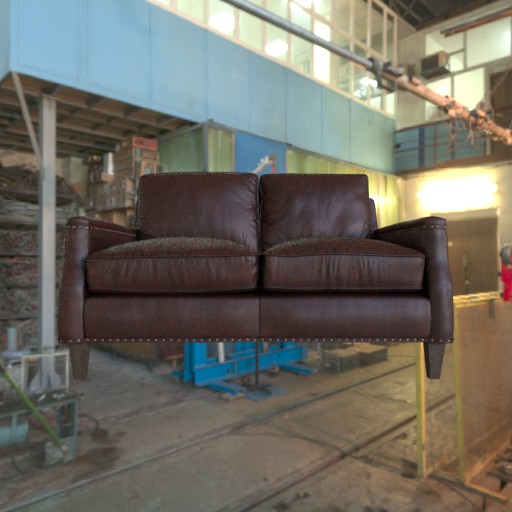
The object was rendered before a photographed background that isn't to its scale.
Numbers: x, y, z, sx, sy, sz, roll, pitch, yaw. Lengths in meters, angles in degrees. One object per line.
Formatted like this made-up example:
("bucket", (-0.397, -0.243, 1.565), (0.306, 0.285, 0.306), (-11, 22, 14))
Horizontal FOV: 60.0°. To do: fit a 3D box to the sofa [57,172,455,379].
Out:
("sofa", (0.000, 0.000, 2.285), (1.628, 1.003, 1.083), (0, 0, 0))
